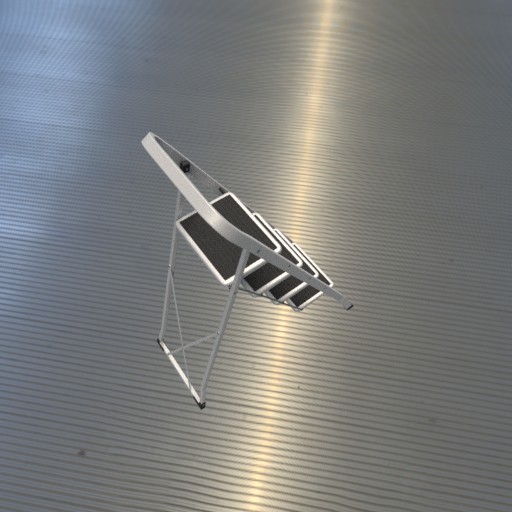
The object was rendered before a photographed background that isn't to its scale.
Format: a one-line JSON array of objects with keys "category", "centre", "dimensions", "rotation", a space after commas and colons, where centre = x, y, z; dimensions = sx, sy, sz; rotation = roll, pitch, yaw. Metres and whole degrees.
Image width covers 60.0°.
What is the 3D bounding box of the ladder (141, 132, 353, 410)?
[{"category": "ladder", "centre": [0.000, 0.000, 1.703], "dimensions": [0.914, 1.265, 0.460], "rotation": [-32, 64, -18]}]
